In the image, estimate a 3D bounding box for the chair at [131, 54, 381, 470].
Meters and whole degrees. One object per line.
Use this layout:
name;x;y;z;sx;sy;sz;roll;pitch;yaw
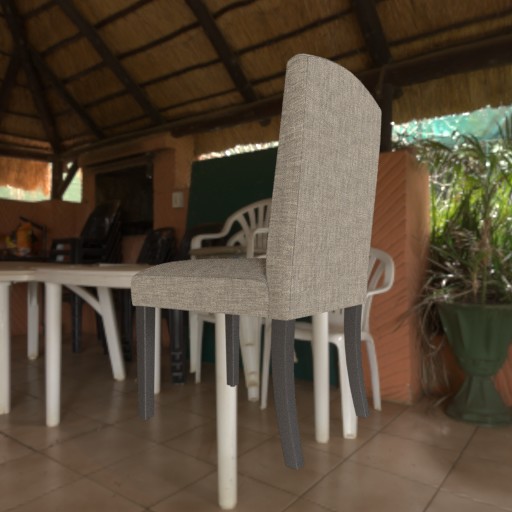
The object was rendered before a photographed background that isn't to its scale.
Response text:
chair;0.000;0.000;1.262;0.580;0.917;0.451;0;0;36
